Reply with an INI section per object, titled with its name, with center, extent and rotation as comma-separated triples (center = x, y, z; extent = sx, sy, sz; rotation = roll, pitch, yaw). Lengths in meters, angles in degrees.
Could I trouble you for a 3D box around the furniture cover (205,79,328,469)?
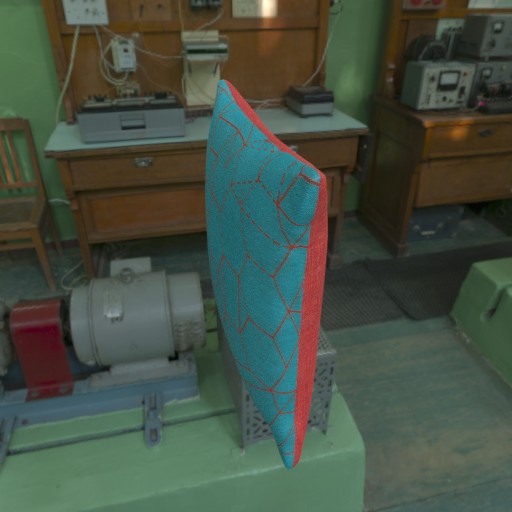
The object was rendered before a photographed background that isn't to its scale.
[furniture cover]
center = 0.000, 0.000, 0.792
extent = 0.158, 0.508, 0.517
rotation = -8, 33, -12
